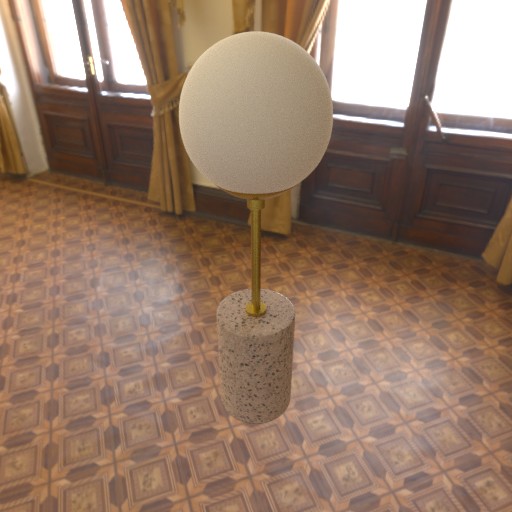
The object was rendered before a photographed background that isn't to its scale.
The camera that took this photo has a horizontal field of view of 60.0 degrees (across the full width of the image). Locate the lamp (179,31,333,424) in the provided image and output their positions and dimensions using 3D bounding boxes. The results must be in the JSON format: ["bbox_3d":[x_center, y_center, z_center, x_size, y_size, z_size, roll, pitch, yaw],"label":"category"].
[{"bbox_3d":[0.000,0.000,0.530,0.153,0.480,0.153,0,31,0],"label":"lamp"}]
